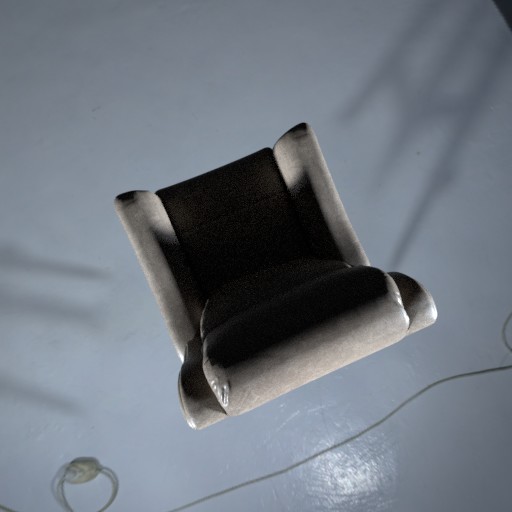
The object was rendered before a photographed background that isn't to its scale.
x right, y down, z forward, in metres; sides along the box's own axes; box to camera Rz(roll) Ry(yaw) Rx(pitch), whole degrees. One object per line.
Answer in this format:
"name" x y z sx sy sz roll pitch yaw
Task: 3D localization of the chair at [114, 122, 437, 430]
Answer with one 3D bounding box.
"chair" 0.000 0.000 1.916 0.967 1.116 1.068 -23 77 -5
